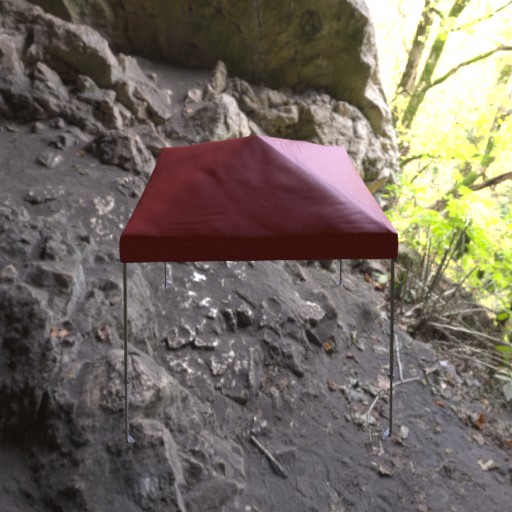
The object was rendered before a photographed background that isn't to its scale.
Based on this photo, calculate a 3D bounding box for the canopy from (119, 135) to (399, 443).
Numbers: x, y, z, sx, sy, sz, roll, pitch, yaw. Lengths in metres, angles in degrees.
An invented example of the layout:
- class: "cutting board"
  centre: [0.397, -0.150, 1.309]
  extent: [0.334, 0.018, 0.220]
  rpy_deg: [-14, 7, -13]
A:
- class: "canopy"
  centre: [0.000, 0.000, 5.182]
  extent: [2.848, 2.849, 2.849]
  rpy_deg: [-1, 32, -1]
